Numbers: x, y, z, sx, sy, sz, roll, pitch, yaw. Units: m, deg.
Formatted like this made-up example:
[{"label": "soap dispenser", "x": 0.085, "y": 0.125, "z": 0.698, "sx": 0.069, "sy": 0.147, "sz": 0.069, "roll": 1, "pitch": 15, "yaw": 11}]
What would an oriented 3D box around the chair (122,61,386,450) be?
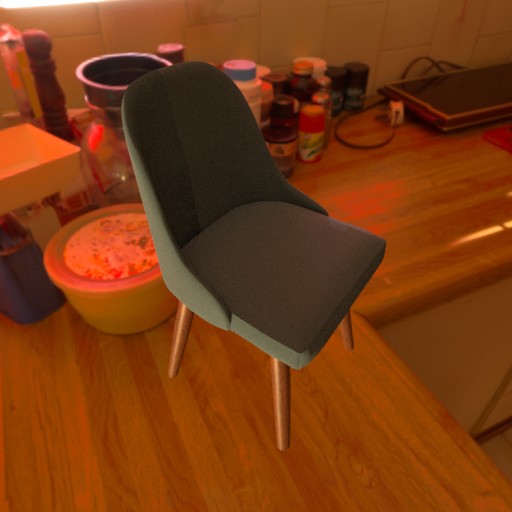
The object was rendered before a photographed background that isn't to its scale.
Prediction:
[{"label": "chair", "x": 0.000, "y": 0.000, "z": 1.214, "sx": 0.589, "sy": 0.882, "sz": 0.503, "roll": 24, "pitch": 46, "yaw": 26}]
